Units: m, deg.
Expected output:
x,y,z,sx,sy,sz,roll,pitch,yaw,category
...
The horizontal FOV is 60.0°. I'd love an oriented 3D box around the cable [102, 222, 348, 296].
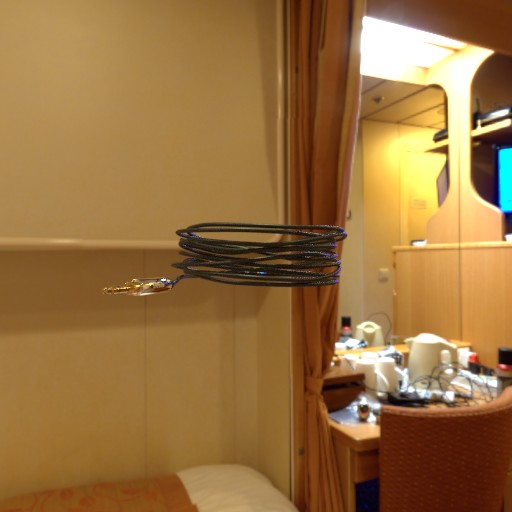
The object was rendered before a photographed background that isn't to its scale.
x,y,z,sx,sy,sz,roll,pitch,yaw,category
0.000,0.000,0.505,0.198,0.069,0.432,0,0,20,cable
